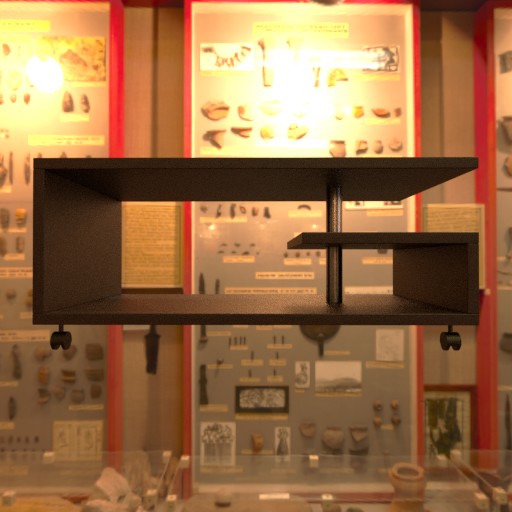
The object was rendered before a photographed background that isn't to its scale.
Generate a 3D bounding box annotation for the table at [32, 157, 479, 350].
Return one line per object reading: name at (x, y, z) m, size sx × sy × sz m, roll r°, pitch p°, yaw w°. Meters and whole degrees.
table at (0.000, 0.000, 1.336) m, size 1.050 × 0.460 × 0.590 m, roll 0°, pitch 0°, yaw 1°
